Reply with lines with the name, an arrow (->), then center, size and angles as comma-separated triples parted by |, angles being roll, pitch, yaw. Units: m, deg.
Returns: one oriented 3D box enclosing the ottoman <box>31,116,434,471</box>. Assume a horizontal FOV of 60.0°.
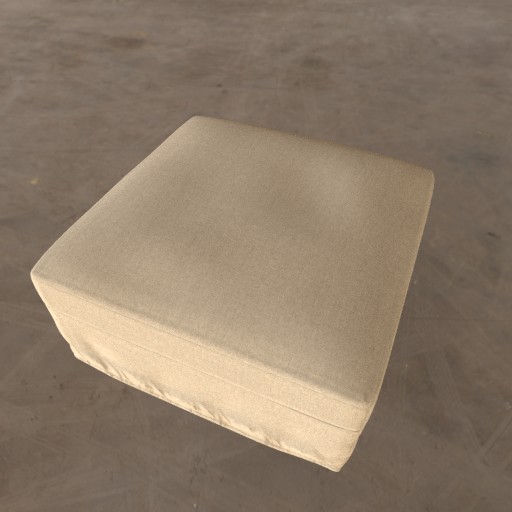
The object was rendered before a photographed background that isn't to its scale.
ottoman -> 0.000, 0.000, 1.294 | 0.843, 0.436, 0.840 | 18, 49, 16
